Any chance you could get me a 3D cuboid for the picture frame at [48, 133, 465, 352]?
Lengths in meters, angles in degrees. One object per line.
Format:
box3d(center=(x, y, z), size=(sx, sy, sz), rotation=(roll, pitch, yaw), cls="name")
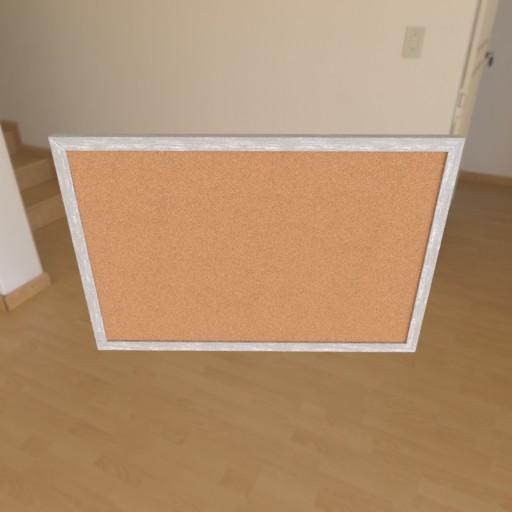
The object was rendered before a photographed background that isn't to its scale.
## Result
box3d(center=(0.000, 0.000, 1.181), size=(0.950, 0.640, 0.029), rotation=(0, 30, 1), cls="picture frame")
